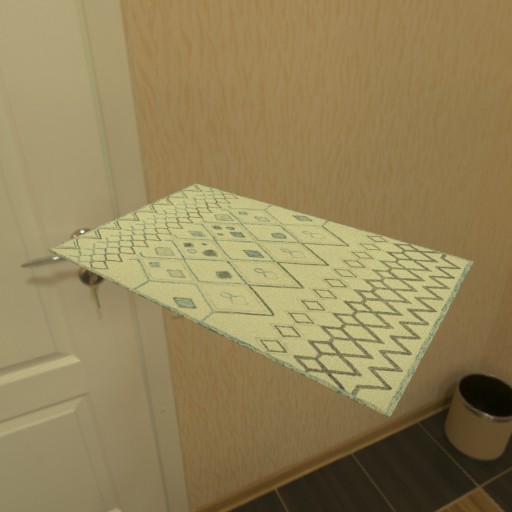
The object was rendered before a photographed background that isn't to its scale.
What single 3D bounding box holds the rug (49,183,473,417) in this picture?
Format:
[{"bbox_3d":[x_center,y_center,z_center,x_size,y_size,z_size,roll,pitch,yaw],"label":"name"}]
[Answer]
[{"bbox_3d":[0.000,0.000,2.989,2.439,0.015,1.524,20,36,30],"label":"rug"}]
